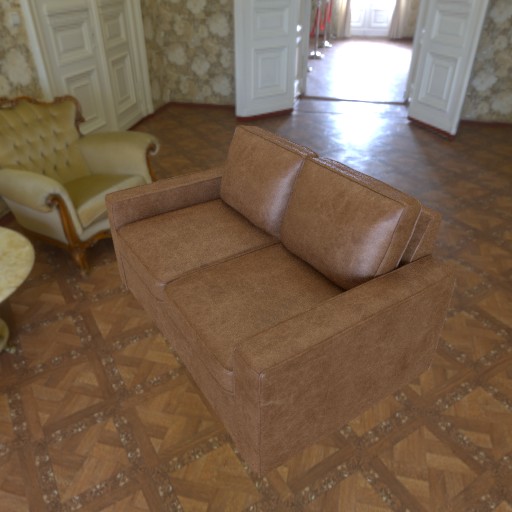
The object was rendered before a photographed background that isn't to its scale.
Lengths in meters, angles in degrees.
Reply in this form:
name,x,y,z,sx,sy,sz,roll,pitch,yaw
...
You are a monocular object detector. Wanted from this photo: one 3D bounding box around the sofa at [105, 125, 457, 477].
name,x,y,z,sx,sy,sz,roll,pitch,yaw
sofa,0.000,0.000,2.147,1.020,0.896,1.532,-20,38,-27
